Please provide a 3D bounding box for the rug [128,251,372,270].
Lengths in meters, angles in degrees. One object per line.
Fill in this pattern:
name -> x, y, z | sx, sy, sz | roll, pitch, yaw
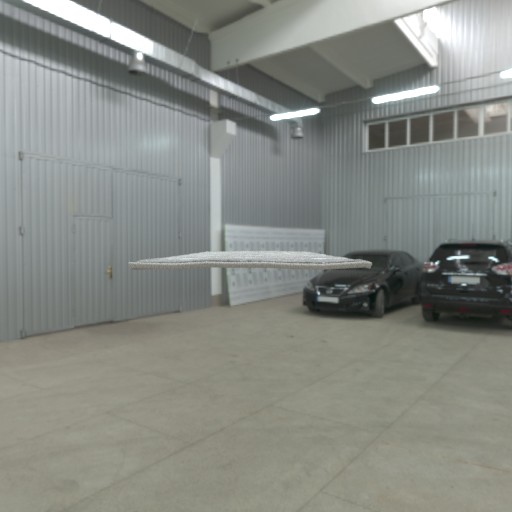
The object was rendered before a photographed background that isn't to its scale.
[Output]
rug -> 0.000, 0.000, 2.691 | 0.832, 0.035, 2.381 | 0, 1, 1
